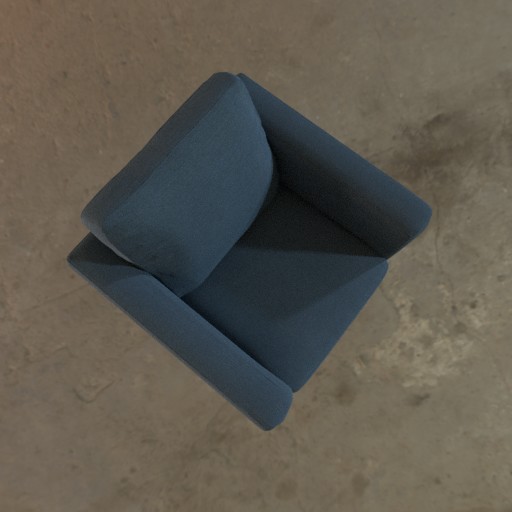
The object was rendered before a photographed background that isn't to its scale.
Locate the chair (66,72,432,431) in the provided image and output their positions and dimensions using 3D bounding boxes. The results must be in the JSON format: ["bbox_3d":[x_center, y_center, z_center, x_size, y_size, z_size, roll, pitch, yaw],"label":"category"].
[{"bbox_3d":[0.000,0.000,1.571,0.820,0.922,0.855,38,79,9],"label":"chair"}]
